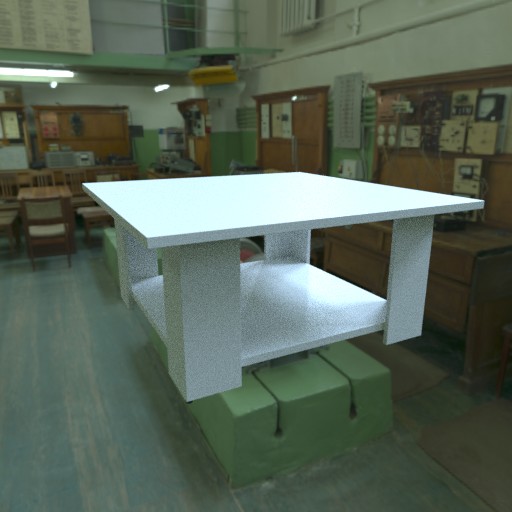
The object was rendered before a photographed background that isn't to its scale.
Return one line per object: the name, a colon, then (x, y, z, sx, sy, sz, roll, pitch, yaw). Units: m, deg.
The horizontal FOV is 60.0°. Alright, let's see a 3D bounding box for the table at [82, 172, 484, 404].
table: (0.000, 0.000, 1.056, 0.670, 0.305, 0.670, -8, 18, -26)
